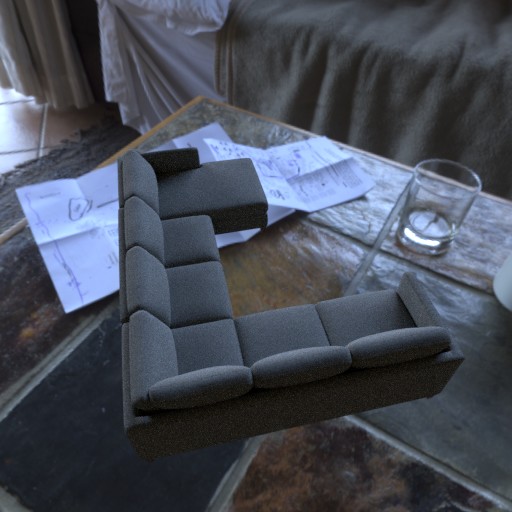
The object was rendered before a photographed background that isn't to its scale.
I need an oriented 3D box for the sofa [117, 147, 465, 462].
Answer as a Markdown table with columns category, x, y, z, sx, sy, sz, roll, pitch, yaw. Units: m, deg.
| category | x | y | z | sx | sy | sz | roll | pitch | yaw |
| --- | --- | --- | --- | --- | --- | --- | --- | --- | --- |
| sofa | 0.000 | 0.000 | 4.373 | 2.551 | 0.853 | 3.238 | -9 | 48 | -9 |
